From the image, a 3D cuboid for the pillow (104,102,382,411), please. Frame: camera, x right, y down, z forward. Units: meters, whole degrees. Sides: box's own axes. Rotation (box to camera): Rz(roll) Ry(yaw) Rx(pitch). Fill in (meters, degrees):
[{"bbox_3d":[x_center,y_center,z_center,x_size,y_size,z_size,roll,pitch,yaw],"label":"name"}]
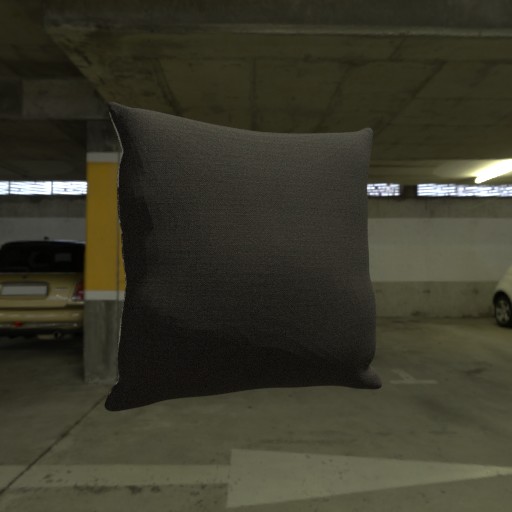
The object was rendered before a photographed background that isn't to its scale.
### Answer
[{"bbox_3d":[0.000,0.000,0.685,0.440,0.441,0.182,1,-2,-19],"label":"pillow"}]
